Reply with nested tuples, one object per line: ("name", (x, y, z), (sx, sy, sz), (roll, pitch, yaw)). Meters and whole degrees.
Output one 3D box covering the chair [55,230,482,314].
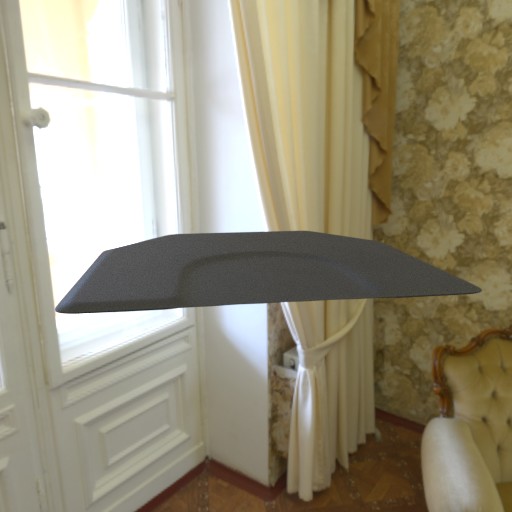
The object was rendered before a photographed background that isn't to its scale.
("chair", (0.000, 0.000, 1.944), (1.372, 0.024, 1.219), (-2, 13, -8))
